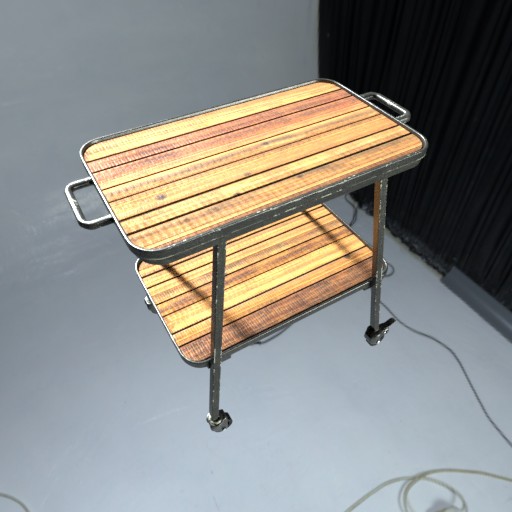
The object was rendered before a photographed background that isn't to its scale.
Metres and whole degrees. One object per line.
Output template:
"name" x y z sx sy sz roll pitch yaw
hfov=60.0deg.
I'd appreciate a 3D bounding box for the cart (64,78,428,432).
"cart" 0.000 0.000 1.220 0.806 0.700 0.515 -23 50 -21
